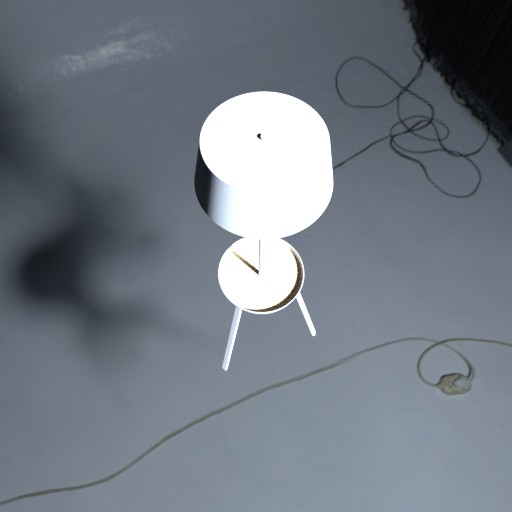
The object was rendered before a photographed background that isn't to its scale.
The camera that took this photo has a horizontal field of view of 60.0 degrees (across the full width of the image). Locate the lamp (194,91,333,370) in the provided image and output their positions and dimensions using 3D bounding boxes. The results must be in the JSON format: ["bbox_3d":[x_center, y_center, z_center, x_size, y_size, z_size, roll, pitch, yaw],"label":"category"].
[{"bbox_3d":[0.000,0.000,1.679,0.508,1.429,0.468,-20,65,-9],"label":"lamp"}]
